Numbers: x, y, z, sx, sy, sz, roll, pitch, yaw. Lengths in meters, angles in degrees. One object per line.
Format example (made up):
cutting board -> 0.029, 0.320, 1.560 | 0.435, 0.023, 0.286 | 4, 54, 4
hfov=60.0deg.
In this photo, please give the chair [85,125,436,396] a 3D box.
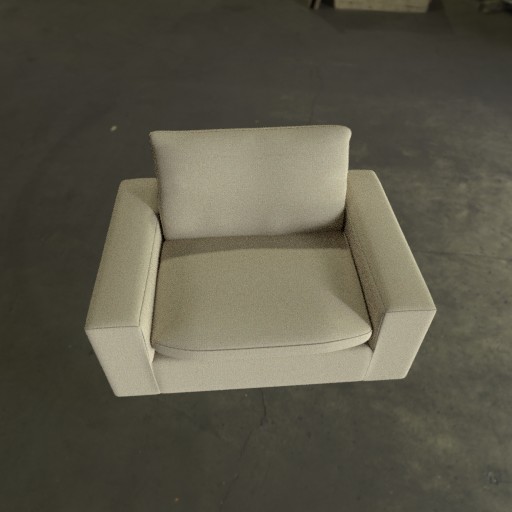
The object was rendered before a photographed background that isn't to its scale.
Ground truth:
chair -> 0.000, 0.000, 2.123 | 1.398, 0.915, 1.039 | -3, 45, -3
